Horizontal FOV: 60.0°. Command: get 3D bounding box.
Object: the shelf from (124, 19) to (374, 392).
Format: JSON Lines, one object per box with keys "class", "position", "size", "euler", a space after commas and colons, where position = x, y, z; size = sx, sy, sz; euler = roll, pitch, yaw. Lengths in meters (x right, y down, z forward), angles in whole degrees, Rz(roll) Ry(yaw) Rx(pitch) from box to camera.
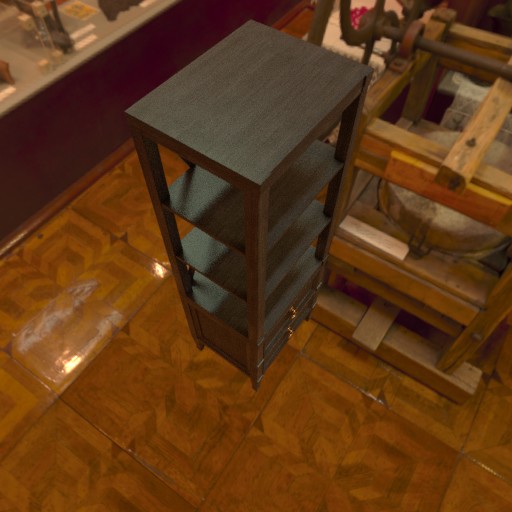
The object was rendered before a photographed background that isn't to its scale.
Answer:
{"class": "shelf", "position": [0.000, 0.000, 1.992], "size": [0.472, 1.727, 0.584], "euler": [31, 62, 19]}
